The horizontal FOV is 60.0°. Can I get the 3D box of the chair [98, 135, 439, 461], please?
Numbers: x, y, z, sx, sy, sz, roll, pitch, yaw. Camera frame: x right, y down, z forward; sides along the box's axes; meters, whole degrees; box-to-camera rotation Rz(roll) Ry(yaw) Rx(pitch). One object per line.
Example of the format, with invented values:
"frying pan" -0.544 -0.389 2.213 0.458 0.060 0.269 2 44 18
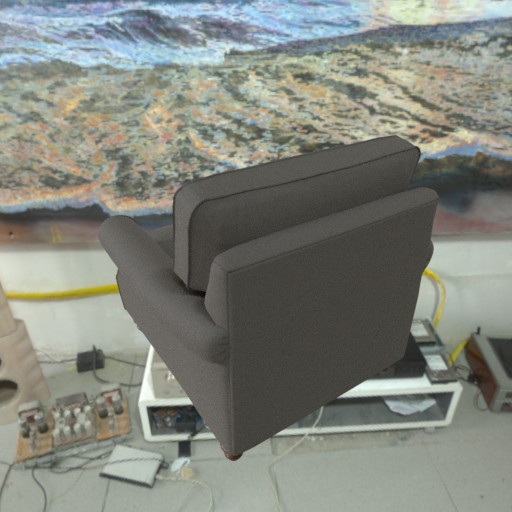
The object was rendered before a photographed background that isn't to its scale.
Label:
"chair" 0.000 0.000 1.741 1.029 0.967 0.966 -19 35 -29
